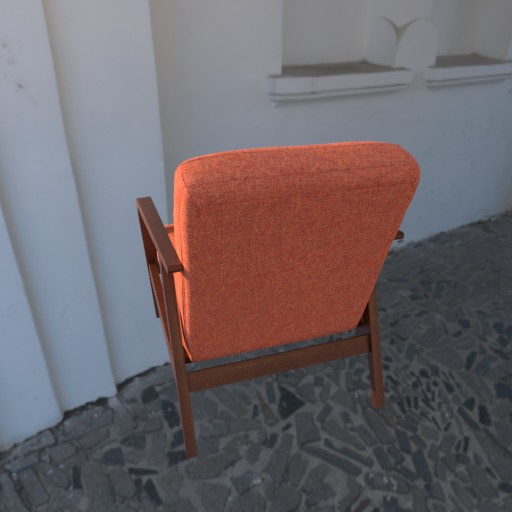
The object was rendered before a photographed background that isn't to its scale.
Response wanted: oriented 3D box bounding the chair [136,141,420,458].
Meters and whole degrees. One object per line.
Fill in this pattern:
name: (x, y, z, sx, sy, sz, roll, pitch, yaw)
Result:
chair: (0.000, 0.000, 1.524, 0.719, 0.890, 0.860, -8, 28, -16)
